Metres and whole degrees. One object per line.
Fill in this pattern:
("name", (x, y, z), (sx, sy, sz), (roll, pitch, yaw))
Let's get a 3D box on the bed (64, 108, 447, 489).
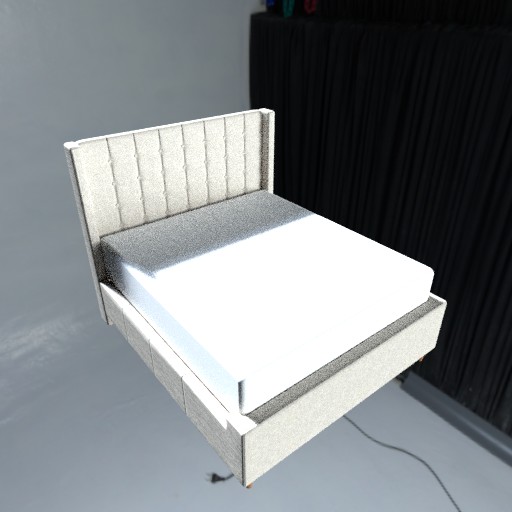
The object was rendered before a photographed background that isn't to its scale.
("bed", (0.000, 0.000, 3.681), (2.045, 1.743, 2.370), (-22, 37, -32))
